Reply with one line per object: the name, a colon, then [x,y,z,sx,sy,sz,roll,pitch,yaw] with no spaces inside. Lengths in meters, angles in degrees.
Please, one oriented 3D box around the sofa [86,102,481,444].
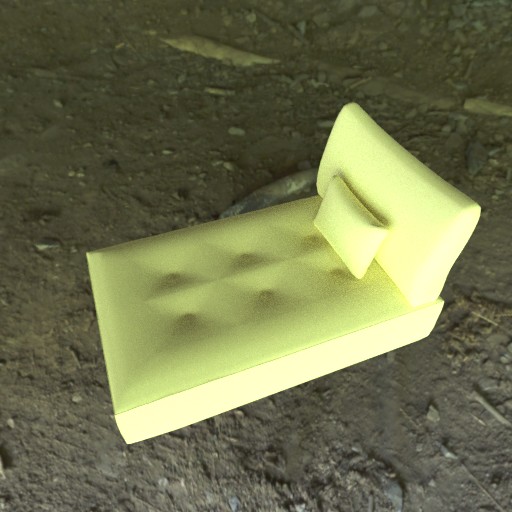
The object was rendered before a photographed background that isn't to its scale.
sofa: [0.000,0.000,1.984,1.450,0.820,0.930,-15,46,-15]
